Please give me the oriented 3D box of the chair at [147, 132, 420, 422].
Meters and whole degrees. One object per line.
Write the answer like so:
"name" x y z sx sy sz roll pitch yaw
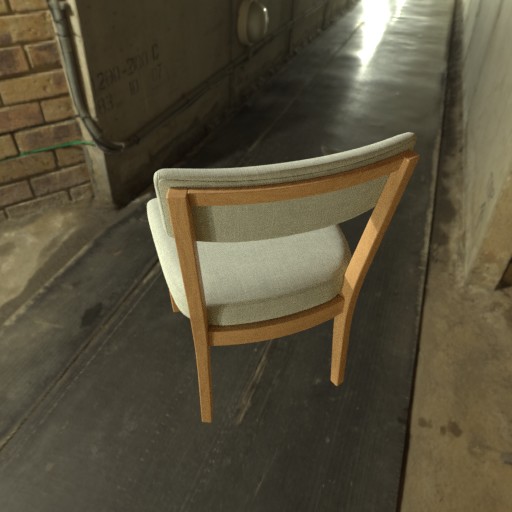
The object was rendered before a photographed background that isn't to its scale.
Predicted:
"chair" 0.000 0.000 1.185 0.508 0.832 0.572 -12 42 -13
